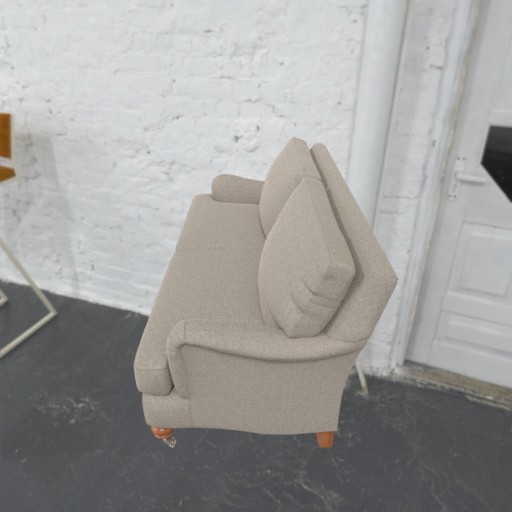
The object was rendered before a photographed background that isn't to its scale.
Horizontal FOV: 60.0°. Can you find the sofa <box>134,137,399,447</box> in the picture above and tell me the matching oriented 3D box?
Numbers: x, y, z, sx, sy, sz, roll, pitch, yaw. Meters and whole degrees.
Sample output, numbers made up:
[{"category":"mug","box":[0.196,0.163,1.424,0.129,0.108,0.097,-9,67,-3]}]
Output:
[{"category":"sofa","box":[0.000,0.000,2.796,1.087,1.054,2.160,0,28,0]}]
